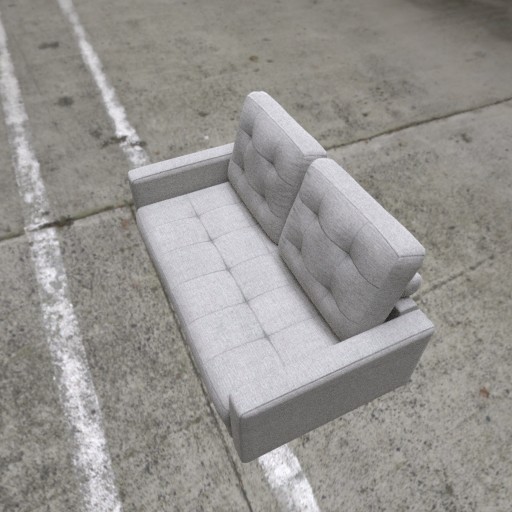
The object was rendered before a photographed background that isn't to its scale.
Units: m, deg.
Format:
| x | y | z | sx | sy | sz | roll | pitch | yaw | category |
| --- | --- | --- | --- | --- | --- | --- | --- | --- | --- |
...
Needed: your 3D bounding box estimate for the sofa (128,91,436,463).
| x | y | z | sx | sy | sz | roll | pitch | yaw | category |
| --- | --- | --- | --- | --- | --- | --- | --- | --- | --- |
| 0.000 | 0.000 | 1.990 | 0.842 | 0.907 | 1.407 | -19 | 50 | -17 | sofa |
